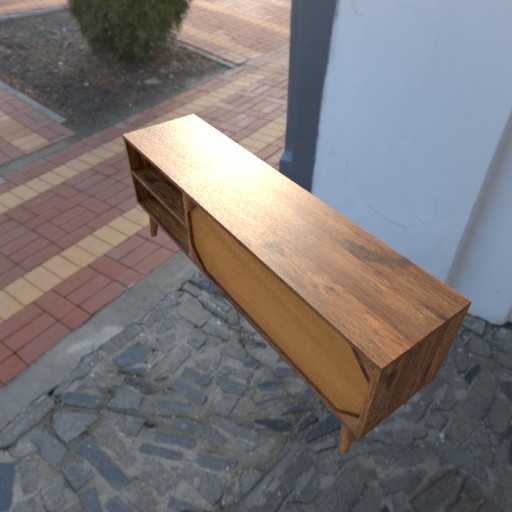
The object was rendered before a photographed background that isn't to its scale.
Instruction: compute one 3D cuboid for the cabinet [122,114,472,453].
[{"bbox_3d":[0.000,0.000,1.703,0.349,0.528,1.448,-26,48,-26],"label":"cabinet"}]
